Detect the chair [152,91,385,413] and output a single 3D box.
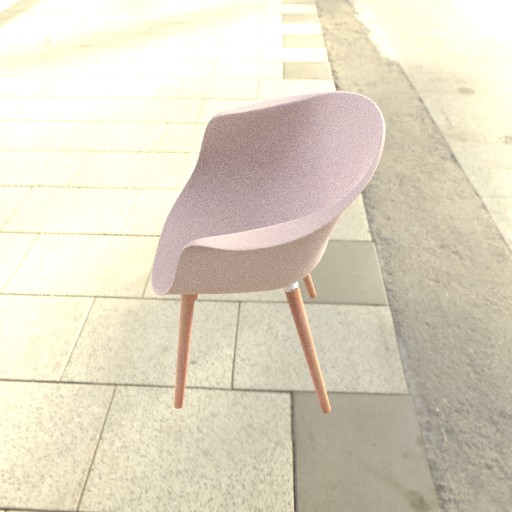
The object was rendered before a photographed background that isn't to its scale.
[{"bbox_3d":[0.000,0.000,1.153,0.504,0.781,0.593,0,42,0],"label":"chair"}]
